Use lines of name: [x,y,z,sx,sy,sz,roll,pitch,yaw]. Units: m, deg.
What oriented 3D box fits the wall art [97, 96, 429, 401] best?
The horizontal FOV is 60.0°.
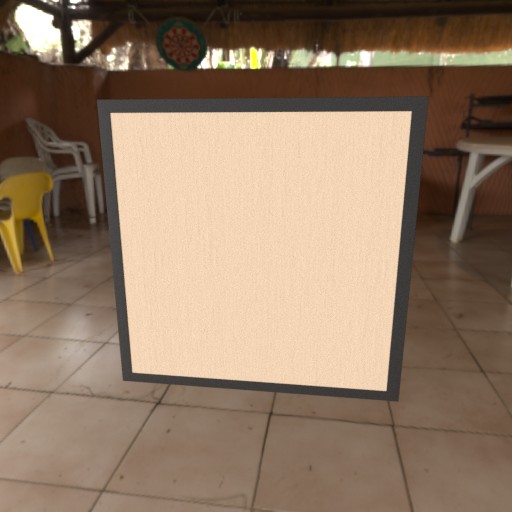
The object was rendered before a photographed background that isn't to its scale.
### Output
wall art: [0.000,0.000,0.454,0.306,0.304,0.015,2,16,7]
